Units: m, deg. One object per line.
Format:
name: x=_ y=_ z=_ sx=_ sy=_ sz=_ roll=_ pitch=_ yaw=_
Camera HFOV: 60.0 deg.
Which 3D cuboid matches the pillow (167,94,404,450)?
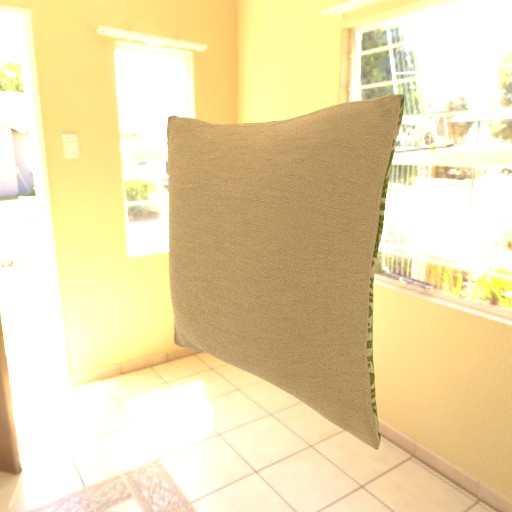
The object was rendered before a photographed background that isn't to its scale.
pillow: x=0.000 y=0.000 z=0.653 sx=0.162 sy=0.419 sz=0.440 roll=-13 pitch=18 yaw=-43
